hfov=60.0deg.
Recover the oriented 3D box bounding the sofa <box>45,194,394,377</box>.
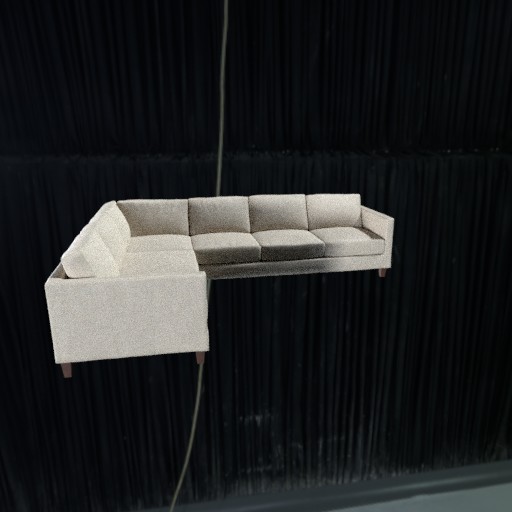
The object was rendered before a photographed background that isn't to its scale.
[{"bbox_3d":[0.000,0.000,4.253,3.182,0.863,2.432,-3,16,-11],"label":"sofa"}]
